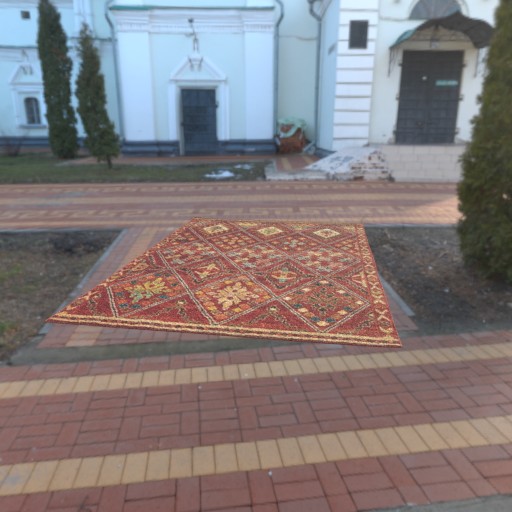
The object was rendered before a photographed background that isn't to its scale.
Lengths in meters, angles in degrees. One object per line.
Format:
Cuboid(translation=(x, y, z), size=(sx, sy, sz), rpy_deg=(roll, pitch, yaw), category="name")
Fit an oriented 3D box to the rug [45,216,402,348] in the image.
Cuboid(translation=(0.000, 0.000, 2.910), size=(1.521, 0.026, 2.286), rpy_deg=(3, 17, 9), category="rug")
